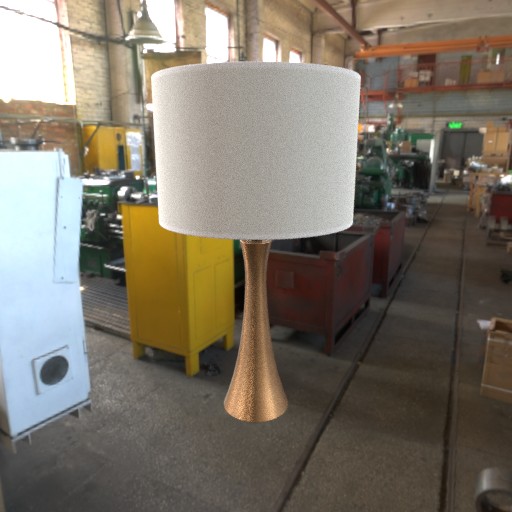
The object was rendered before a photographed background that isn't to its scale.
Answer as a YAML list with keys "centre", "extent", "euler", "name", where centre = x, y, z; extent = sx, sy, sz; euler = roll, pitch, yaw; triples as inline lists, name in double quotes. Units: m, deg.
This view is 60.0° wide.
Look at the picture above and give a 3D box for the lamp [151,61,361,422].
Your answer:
- centre: [0.000, 0.000, 0.641]
  extent: [0.268, 0.479, 0.268]
  euler: [-2, 15, -8]
  name: "lamp"
